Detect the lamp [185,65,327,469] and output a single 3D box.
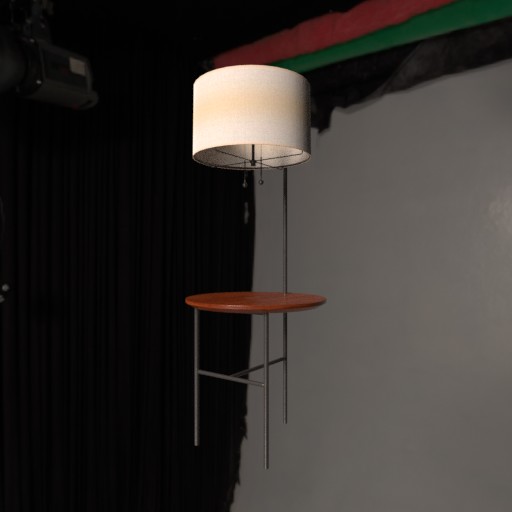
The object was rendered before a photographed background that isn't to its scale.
[{"bbox_3d":[0.000,0.000,1.822,0.573,1.517,0.573,0,0,0],"label":"lamp"}]
